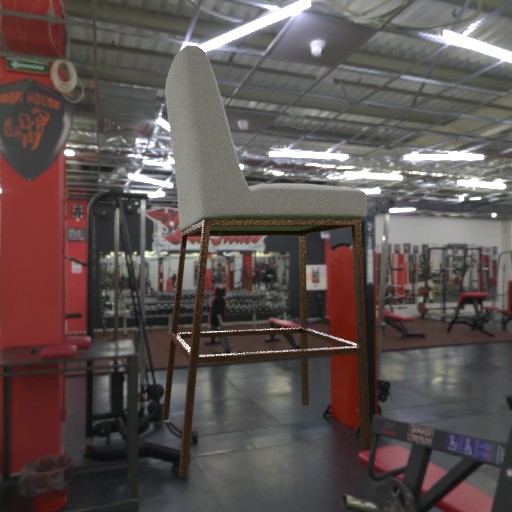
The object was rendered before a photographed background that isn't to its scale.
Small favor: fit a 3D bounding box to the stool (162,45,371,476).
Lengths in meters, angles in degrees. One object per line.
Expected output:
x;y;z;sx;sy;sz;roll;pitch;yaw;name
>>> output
0.000;0.000;1.372;0.546;1.084;0.462;0;-2;-17;stool
